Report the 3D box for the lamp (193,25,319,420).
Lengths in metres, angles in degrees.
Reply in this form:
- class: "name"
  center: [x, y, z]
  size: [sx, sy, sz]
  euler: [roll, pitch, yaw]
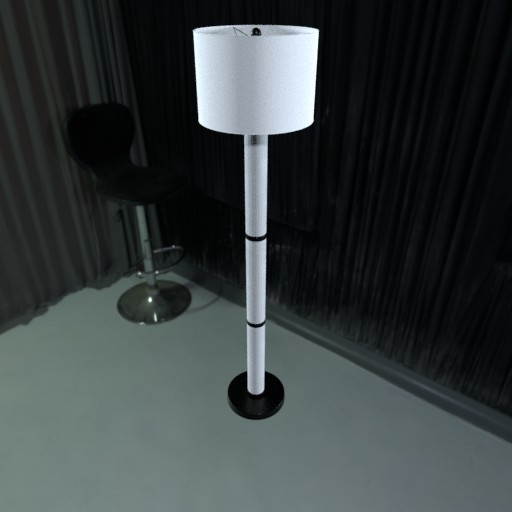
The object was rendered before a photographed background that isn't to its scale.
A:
- class: "lamp"
  center: [0.000, 0.000, 1.741]
  size: [0.377, 1.599, 0.377]
  euler: [21, 37, 30]
